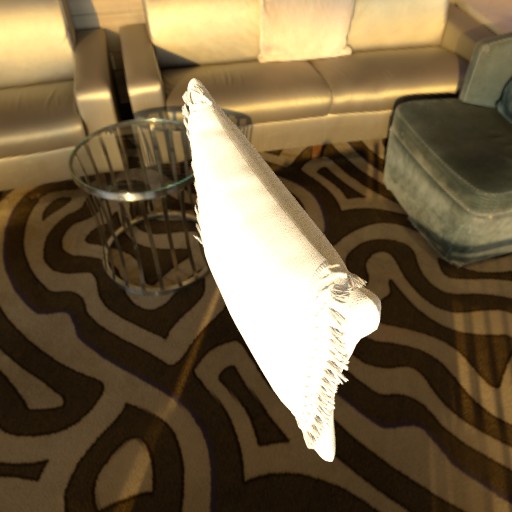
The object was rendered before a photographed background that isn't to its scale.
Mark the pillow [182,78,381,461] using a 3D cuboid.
[{"bbox_3d":[0.000,0.000,0.586,0.084,0.305,0.466,-17,47,-16],"label":"pillow"}]
